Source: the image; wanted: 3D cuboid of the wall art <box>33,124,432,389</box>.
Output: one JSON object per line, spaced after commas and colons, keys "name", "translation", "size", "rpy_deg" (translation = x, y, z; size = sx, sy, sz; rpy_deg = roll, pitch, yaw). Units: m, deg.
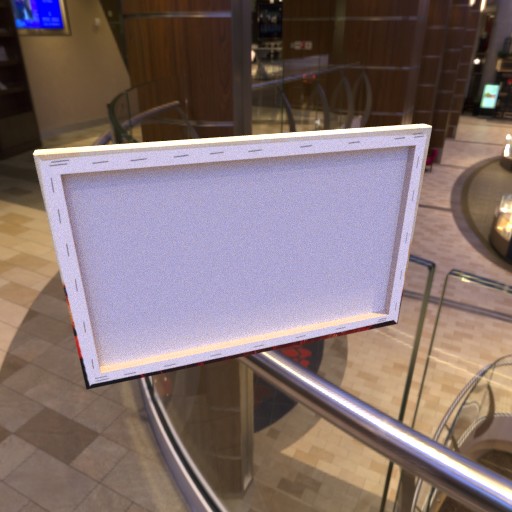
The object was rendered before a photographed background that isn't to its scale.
{"name": "wall art", "translation": [0.000, 0.000, 1.133], "size": [0.918, 0.602, 0.038], "rpy_deg": [-8, 28, -16]}
